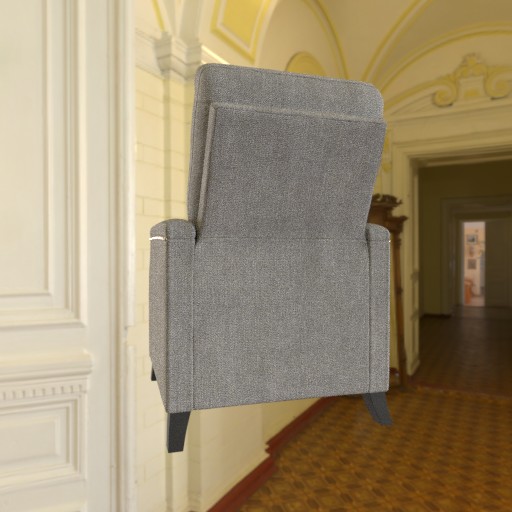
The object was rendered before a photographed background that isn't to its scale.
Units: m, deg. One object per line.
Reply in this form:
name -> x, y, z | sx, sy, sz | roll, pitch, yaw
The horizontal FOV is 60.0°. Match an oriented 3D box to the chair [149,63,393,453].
chair -> 0.000, 0.000, 1.592 | 0.710, 1.049, 0.922 | 0, 0, -17
